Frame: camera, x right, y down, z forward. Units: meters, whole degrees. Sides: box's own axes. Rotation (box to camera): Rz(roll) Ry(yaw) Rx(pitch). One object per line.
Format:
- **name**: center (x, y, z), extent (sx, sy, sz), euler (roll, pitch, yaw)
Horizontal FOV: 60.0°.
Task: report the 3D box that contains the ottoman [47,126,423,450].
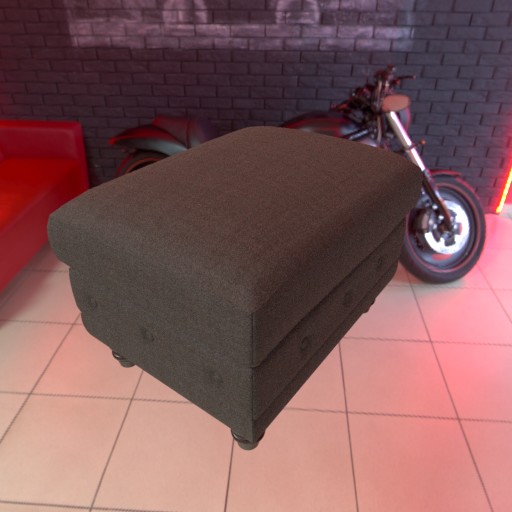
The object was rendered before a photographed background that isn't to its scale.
- **ottoman**: center (0.000, 0.000, 1.204), extent (0.599, 0.555, 0.809), euler (22, 39, 30)
